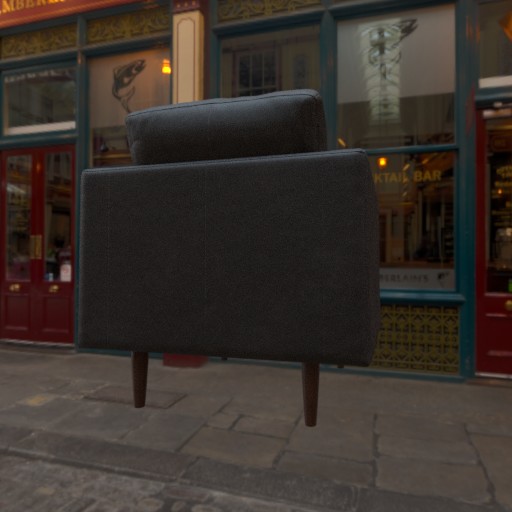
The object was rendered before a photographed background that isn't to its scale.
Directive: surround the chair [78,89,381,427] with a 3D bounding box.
[{"bbox_3d":[0.000,0.000,1.568,0.831,0.898,0.879,0,-1,17],"label":"chair"}]
